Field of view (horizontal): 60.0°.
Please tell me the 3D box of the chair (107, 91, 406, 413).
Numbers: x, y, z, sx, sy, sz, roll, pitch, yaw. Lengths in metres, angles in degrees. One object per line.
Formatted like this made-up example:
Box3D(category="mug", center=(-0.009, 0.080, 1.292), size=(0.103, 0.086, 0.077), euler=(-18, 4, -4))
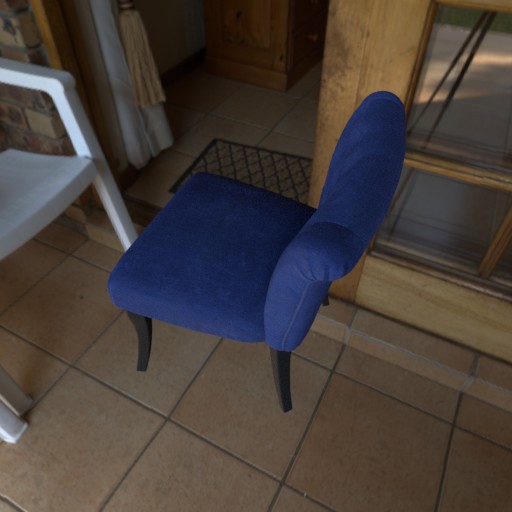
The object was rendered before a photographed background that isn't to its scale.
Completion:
Box3D(category="chair", center=(0.000, 0.000, 1.183), size=(0.606, 0.753, 0.585), euler=(16, 48, 15))
